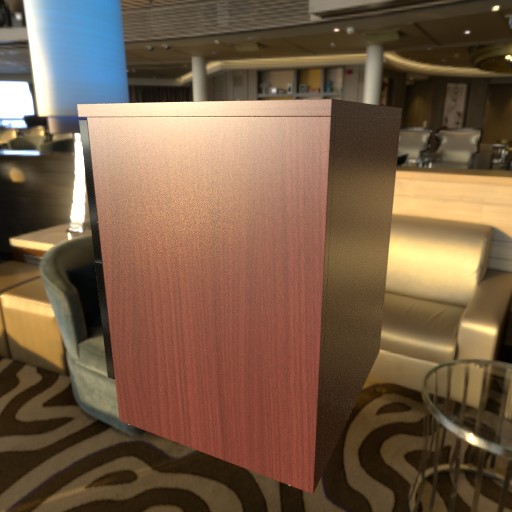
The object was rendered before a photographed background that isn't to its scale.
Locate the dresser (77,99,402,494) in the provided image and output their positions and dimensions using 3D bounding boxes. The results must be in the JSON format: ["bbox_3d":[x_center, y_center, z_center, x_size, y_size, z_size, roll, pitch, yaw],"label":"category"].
[{"bbox_3d":[0.000,0.000,0.735,0.360,0.470,0.400,8,19,25],"label":"dresser"}]
